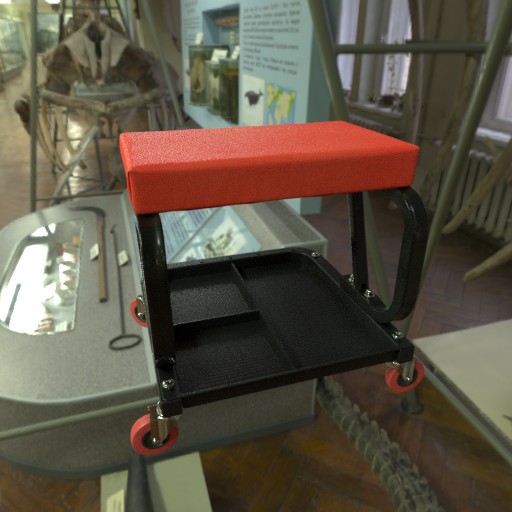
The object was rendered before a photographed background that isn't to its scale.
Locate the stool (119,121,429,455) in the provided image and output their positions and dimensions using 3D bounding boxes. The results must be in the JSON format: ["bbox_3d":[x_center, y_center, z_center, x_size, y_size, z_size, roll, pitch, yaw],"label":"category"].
[{"bbox_3d":[0.000,0.000,0.709,0.446,0.380,0.371,-8,27,-16],"label":"stool"}]
